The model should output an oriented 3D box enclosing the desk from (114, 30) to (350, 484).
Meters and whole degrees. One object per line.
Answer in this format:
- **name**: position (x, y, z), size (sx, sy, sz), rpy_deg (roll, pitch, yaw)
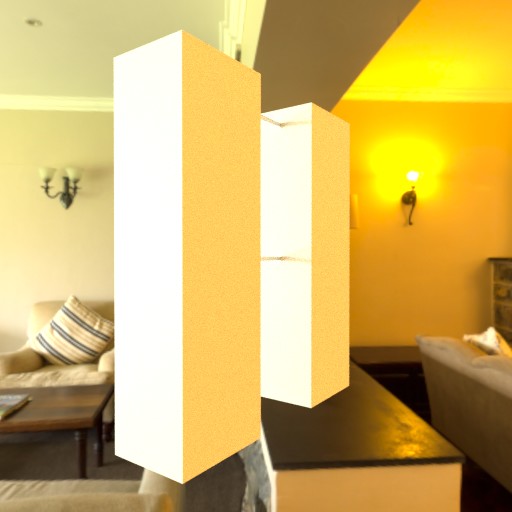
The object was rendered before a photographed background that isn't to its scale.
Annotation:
- **desk**: position (0.000, 0.000, 2.809), size (0.480, 2.000, 1.770), rpy_deg (0, 1, 36)
